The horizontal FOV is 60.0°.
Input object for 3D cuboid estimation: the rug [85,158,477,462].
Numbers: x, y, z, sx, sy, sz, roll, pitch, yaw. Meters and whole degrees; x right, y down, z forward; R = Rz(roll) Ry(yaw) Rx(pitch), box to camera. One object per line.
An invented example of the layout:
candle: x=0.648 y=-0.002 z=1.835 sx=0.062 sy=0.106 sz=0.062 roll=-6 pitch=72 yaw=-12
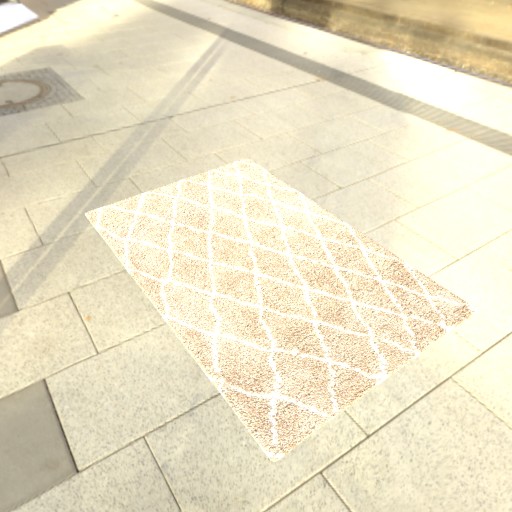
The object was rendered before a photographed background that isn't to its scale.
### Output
rug: x=0.000 y=0.000 z=3.490 sx=1.778 sy=0.030 sz=2.743 roll=-25 pitch=46 yaw=-27
